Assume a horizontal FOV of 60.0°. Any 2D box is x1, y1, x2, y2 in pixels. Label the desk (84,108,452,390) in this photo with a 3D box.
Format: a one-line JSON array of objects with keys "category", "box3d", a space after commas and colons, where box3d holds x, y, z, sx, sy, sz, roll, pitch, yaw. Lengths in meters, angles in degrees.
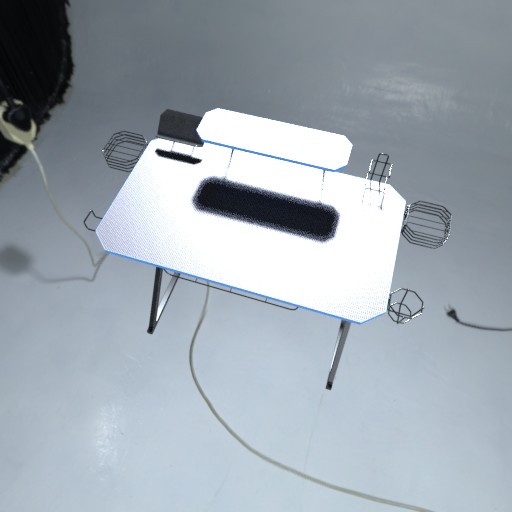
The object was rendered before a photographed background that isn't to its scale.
[{"category": "desk", "box3d": [0.000, 0.000, 1.780, 1.295, 0.909, 0.594, 15, 60, 9]}]
